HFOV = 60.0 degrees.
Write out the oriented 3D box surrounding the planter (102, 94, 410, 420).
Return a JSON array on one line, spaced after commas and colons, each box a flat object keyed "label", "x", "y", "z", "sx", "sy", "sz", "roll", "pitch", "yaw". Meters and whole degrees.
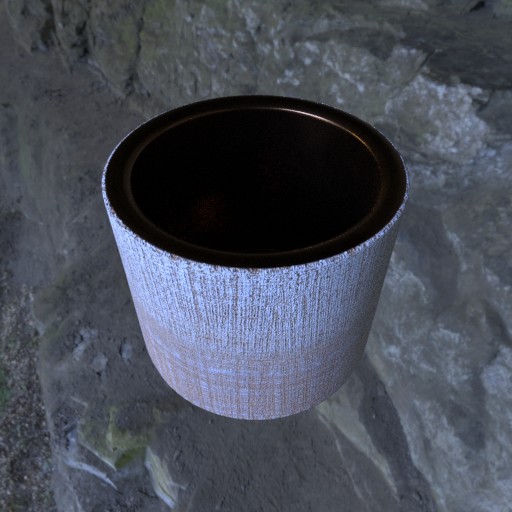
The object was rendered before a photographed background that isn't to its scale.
[{"label": "planter", "x": 0.000, "y": 0.000, "z": 0.191, "sx": 0.109, "sy": 0.096, "sz": 0.109, "roll": 0, "pitch": 45, "yaw": 0}]
